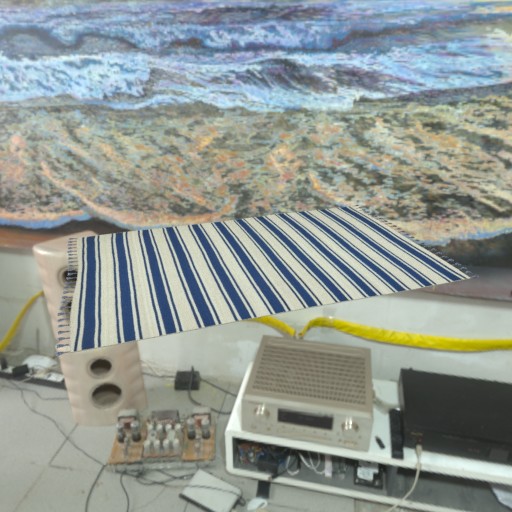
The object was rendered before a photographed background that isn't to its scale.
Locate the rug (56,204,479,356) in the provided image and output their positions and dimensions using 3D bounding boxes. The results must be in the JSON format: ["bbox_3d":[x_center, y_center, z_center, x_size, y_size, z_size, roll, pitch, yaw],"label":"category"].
[{"bbox_3d":[0.000,0.000,2.579,2.108,0.009,1.248,-8,27,-17],"label":"rug"}]
